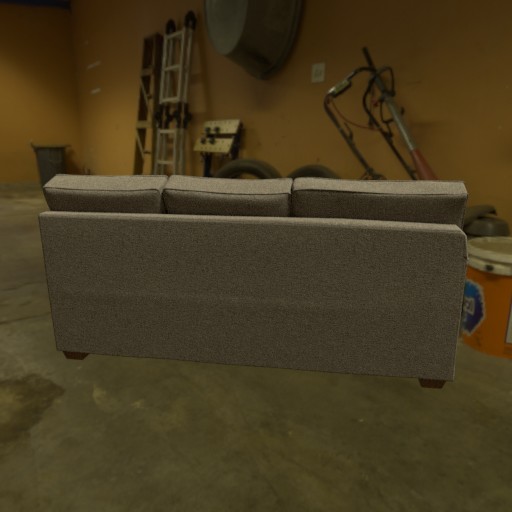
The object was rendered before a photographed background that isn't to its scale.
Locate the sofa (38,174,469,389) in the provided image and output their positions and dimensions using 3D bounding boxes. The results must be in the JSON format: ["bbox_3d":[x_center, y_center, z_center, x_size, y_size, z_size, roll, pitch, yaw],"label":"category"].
[{"bbox_3d":[0.000,0.000,2.501,1.963,0.946,1.034,2,15,8],"label":"sofa"}]
